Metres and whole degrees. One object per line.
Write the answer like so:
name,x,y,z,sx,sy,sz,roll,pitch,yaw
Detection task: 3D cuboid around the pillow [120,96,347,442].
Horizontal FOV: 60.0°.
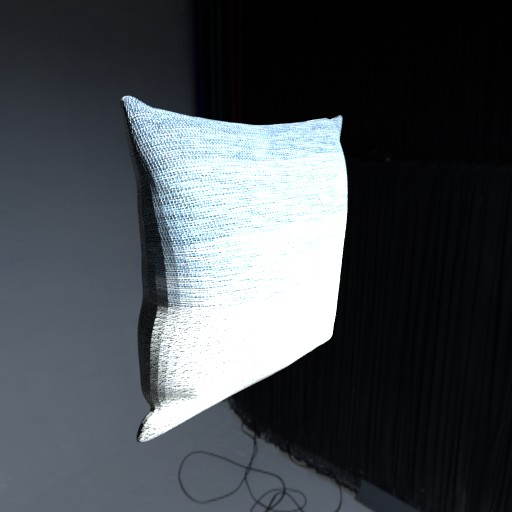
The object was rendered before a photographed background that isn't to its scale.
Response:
pillow,0.000,0.000,0.683,0.182,0.441,0.440,14,20,42
